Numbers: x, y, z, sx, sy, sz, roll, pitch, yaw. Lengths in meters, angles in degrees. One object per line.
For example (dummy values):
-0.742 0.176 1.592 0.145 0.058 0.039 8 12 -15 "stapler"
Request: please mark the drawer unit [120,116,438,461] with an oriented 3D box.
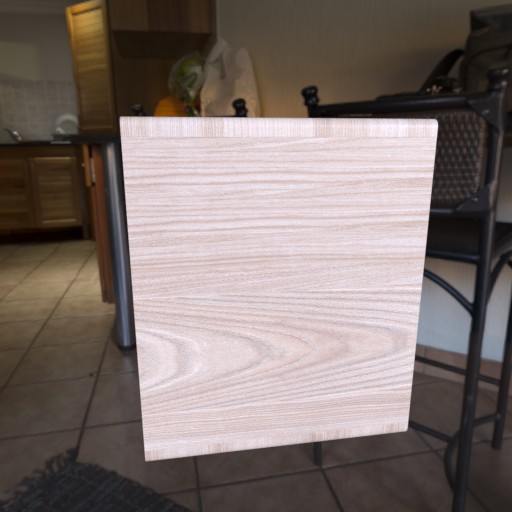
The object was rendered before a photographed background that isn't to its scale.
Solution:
0.000 0.000 0.601 0.290 0.344 0.344 -3 15 -9 "drawer unit"
